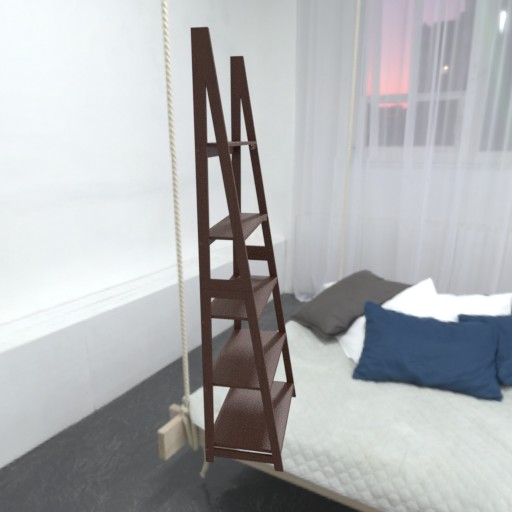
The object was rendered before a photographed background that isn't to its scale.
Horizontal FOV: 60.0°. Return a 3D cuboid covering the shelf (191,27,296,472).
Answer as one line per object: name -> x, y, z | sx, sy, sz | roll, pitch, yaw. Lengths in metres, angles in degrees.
shelf -> 0.000, 0.000, 2.008 | 0.350, 1.770, 0.600 | 3, 15, 10
